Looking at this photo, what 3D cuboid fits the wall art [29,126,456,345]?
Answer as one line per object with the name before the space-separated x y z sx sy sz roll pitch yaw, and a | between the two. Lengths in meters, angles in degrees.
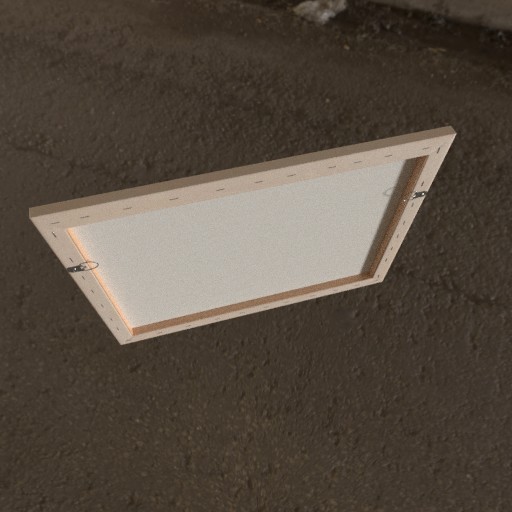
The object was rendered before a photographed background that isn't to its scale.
wall art | 0.000 0.000 1.621 1.219 0.912 0.042 -13 59 -8
